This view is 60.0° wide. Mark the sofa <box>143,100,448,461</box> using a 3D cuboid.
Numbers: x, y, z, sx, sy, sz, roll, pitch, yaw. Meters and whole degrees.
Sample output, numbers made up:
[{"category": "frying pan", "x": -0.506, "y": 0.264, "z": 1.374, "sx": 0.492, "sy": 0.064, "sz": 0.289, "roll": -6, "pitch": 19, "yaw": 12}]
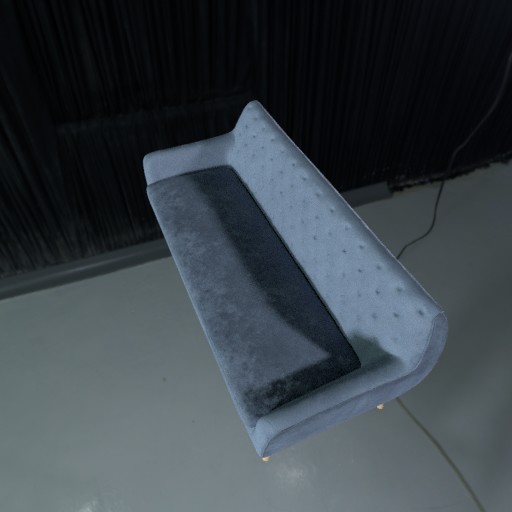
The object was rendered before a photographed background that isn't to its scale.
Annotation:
[{"category": "sofa", "x": 0.000, "y": 0.000, "z": 2.446, "sx": 0.841, "sy": 0.832, "sz": 1.975, "roll": -18, "pitch": 49, "yaw": -16}]
